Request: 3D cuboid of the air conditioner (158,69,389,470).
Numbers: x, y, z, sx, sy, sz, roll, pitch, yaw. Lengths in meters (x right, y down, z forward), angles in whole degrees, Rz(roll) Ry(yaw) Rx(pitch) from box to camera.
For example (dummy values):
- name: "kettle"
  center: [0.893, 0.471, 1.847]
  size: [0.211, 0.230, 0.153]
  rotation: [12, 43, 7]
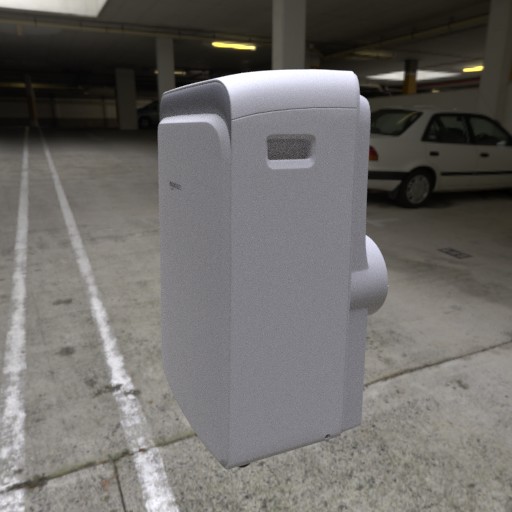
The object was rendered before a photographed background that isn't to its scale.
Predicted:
- name: "air conditioner"
  center: [0.000, 0.000, 0.930]
  size: [0.365, 0.700, 0.454]
  rotation: [-8, 18, -25]
